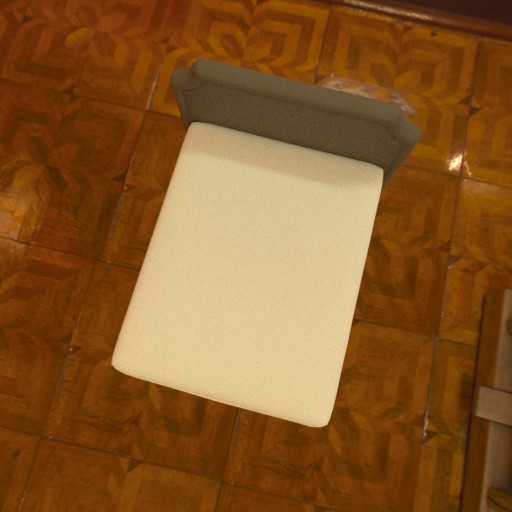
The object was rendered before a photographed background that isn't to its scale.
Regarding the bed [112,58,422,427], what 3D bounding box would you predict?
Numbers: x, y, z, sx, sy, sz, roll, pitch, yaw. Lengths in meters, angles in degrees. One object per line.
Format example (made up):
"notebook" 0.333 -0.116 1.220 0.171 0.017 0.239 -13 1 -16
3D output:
"bed" 0.000 0.000 3.308 1.831 1.297 2.181 15 78 3
